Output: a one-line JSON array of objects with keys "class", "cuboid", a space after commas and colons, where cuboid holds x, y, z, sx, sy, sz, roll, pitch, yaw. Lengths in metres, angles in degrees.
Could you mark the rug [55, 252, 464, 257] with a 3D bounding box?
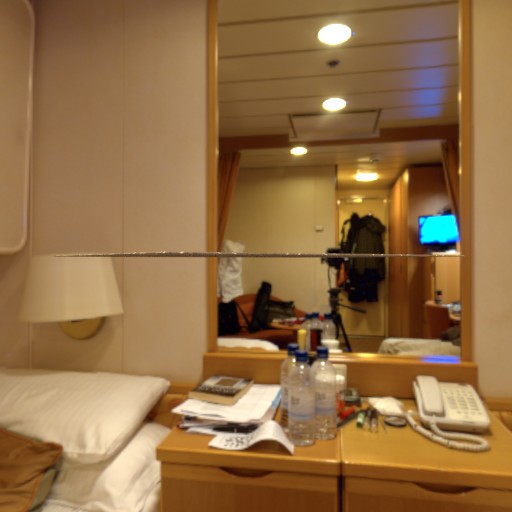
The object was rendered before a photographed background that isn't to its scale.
[{"class": "rug", "cuboid": [0.000, 0.000, 4.234, 3.062, 0.012, 2.457, 0, -1, -37]}]
